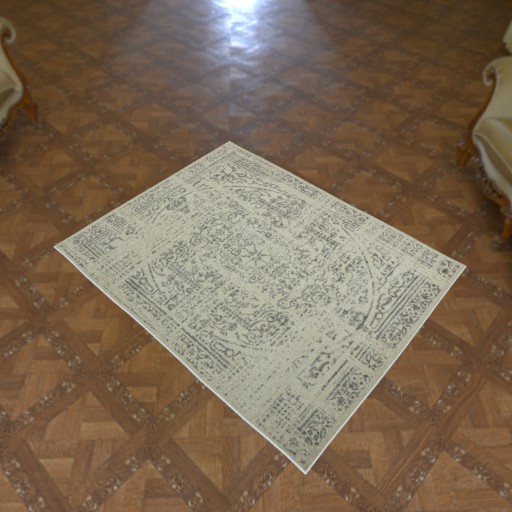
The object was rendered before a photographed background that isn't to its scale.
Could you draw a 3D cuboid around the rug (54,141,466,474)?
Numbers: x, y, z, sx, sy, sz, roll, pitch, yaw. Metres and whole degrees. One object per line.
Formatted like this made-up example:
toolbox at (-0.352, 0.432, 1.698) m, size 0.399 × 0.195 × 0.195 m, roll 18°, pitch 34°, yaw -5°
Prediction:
rug at (0.000, 0.000, 3.966) m, size 2.921 × 0.032 × 2.311 m, roll 34°, pitch 56°, yaw 27°
